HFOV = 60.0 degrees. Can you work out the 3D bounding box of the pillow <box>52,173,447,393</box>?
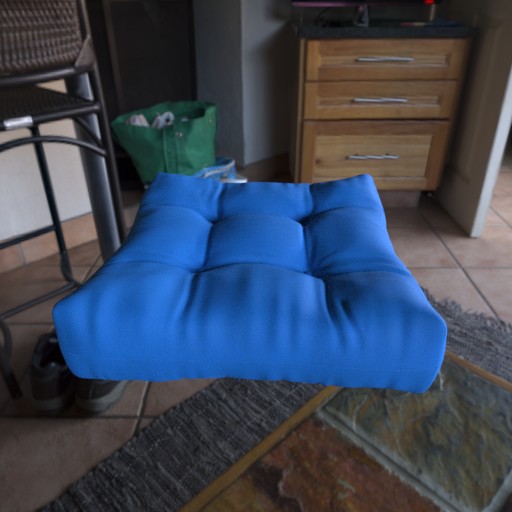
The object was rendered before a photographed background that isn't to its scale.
[{"bbox_3d":[0.000,0.000,0.717,0.468,0.128,0.490,1,30,2],"label":"pillow"}]
